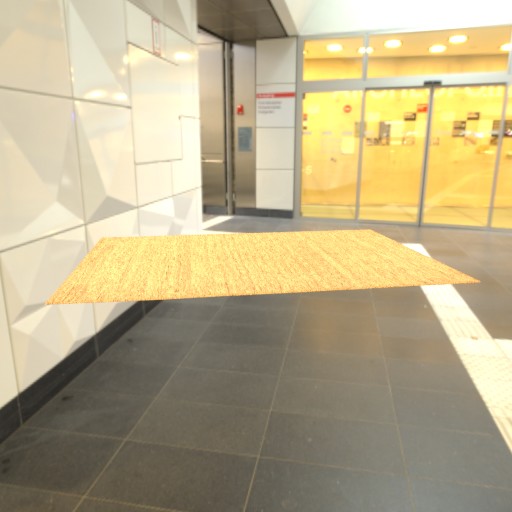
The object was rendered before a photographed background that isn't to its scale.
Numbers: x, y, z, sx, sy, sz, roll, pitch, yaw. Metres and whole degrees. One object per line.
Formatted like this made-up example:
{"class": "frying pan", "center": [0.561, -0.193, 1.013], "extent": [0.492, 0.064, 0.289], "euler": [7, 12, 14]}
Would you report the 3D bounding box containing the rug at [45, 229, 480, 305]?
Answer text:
{"class": "rug", "center": [0.000, 0.000, 2.431], "extent": [1.840, 0.013, 1.225], "euler": [-2, 15, -9]}
